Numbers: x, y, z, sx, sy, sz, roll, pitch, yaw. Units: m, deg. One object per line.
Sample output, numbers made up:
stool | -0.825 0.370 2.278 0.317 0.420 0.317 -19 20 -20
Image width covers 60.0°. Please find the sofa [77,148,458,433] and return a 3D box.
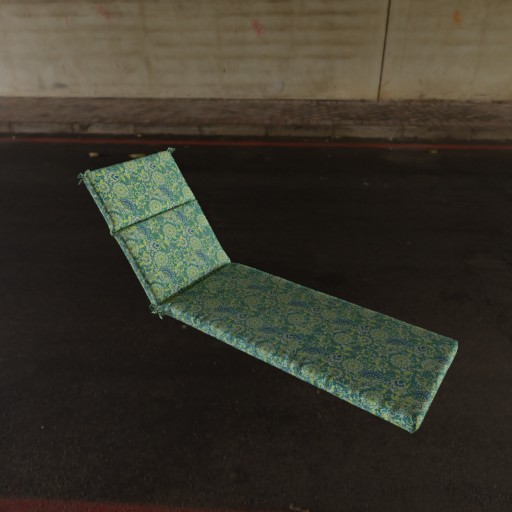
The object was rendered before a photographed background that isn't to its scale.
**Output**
sofa | 0.000 0.000 1.924 1.663 0.622 0.582 19 33 31
